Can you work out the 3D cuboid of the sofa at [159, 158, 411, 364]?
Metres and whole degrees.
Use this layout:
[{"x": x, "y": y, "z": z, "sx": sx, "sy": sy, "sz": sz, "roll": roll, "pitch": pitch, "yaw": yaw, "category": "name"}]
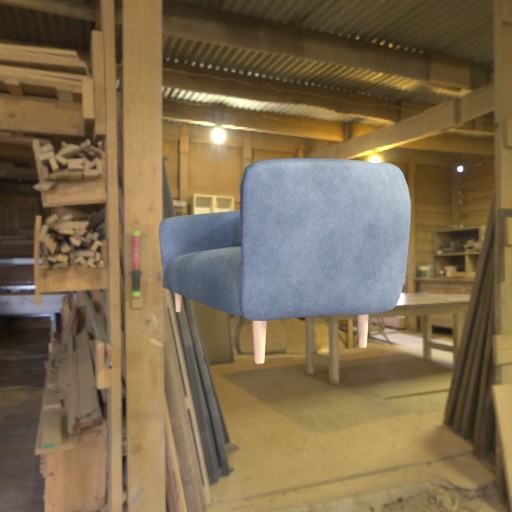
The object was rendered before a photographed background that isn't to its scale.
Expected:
[{"x": 0.000, "y": 0.000, "z": 2.506, "sx": 0.849, "sy": 0.795, "sz": 2.095, "roll": 0, "pitch": -1, "yaw": -20, "category": "sofa"}]
